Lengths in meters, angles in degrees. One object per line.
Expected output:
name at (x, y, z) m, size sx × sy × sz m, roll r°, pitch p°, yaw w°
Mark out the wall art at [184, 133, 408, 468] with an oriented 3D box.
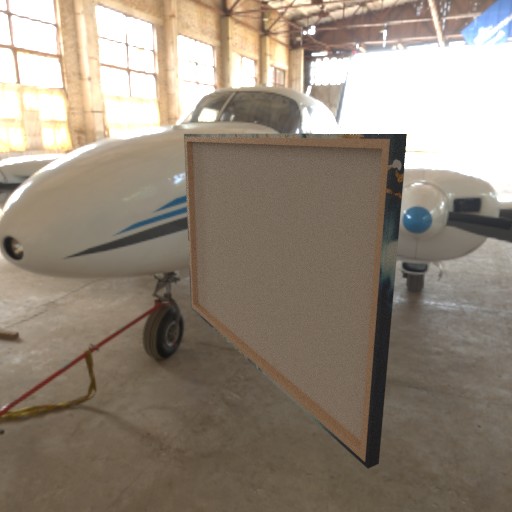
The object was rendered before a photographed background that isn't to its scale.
wall art at (0.000, 0.000, 1.427) m, size 0.035 × 0.759 × 1.138 m, roll -8°, pitch 17°, yaw -28°
